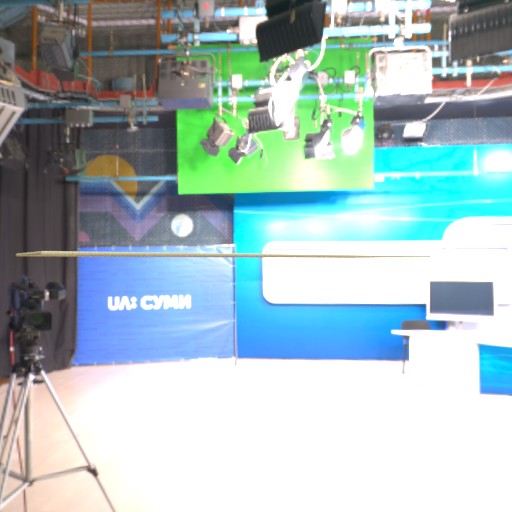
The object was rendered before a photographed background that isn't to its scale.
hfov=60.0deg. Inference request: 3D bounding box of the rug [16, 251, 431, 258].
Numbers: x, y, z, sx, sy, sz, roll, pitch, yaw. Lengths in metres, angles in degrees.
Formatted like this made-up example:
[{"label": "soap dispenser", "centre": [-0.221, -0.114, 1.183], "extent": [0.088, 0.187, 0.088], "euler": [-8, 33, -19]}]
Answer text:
[{"label": "rug", "centre": [0.000, 0.000, 2.474], "extent": [2.297, 0.013, 0.661], "euler": [0, -1, -35]}]
